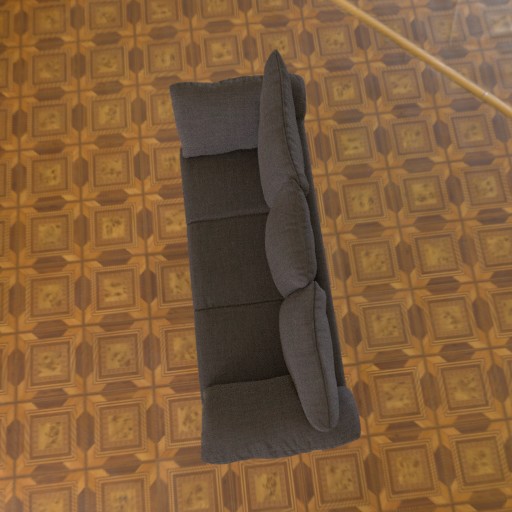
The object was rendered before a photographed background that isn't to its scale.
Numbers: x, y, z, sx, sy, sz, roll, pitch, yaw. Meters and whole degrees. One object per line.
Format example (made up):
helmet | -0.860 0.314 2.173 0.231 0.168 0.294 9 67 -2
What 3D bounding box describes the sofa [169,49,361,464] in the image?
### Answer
sofa | 0.000 0.000 2.840 0.883 1.080 2.336 -7 77 -2
